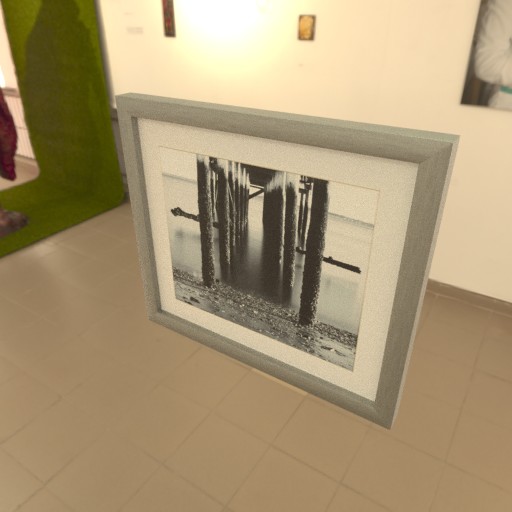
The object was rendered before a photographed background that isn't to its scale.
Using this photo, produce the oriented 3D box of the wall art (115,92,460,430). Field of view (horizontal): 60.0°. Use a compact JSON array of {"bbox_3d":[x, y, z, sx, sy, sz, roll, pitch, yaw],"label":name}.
[{"bbox_3d":[0.000,0.000,0.523,0.380,0.330,0.028,18,34,28],"label":"wall art"}]
